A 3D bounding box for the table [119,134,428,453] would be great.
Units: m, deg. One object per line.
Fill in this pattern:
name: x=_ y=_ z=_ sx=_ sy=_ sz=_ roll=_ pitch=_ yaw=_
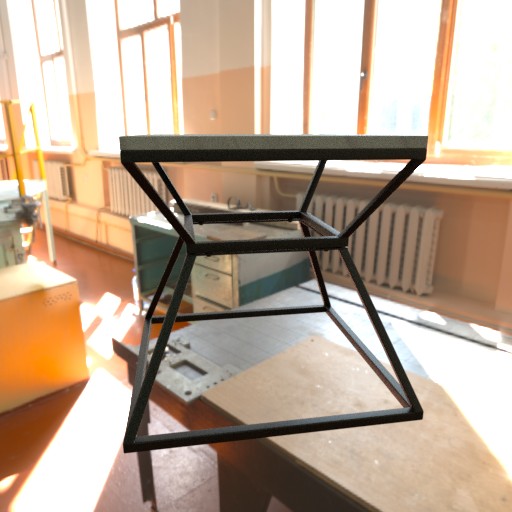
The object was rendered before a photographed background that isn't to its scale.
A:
table: x=0.000 y=0.000 z=0.816 sx=0.455 sy=0.431 sz=0.455 roll=-3 pitch=16 yaw=-9
